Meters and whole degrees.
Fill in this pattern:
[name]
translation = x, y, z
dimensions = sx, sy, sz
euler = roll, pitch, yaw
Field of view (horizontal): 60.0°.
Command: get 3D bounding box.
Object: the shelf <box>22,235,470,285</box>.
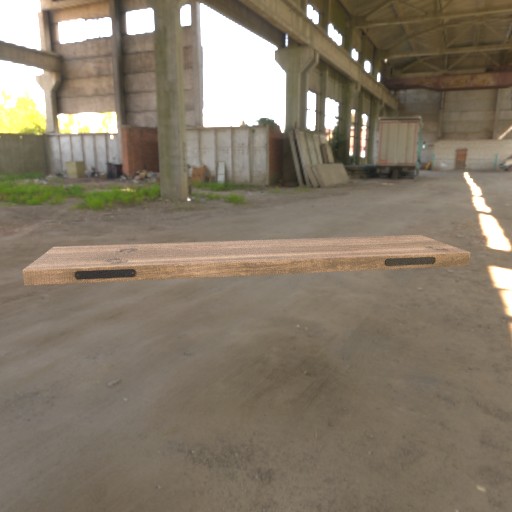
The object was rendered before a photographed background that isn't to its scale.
[shelf]
translation = 0.000, 0.000, 0.666
dimensions = 0.610, 0.020, 0.140
euler = -2, 14, -9
